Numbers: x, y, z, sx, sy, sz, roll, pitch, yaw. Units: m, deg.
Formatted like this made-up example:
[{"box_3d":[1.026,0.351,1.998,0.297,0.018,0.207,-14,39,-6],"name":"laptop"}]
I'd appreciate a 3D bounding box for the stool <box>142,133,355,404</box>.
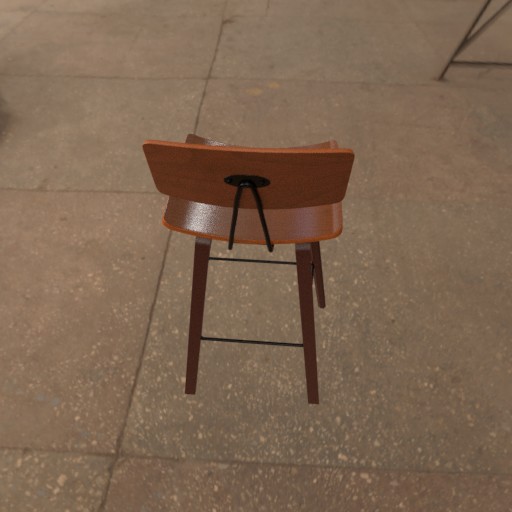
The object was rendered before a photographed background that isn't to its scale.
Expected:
[{"box_3d":[0.000,0.000,1.241,0.509,0.969,0.440,3,47,3],"name":"stool"}]
